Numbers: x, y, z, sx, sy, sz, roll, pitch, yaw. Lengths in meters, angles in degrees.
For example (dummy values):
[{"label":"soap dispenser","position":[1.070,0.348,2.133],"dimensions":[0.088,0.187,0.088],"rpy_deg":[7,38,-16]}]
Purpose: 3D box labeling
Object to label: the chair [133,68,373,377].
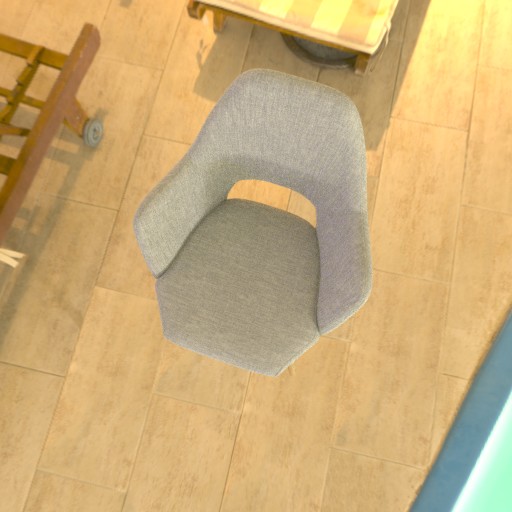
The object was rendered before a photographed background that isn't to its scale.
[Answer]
[{"label":"chair","position":[0.000,0.000,1.258],"dimensions":[0.590,0.840,0.610],"rpy_deg":[18,77,4]}]
